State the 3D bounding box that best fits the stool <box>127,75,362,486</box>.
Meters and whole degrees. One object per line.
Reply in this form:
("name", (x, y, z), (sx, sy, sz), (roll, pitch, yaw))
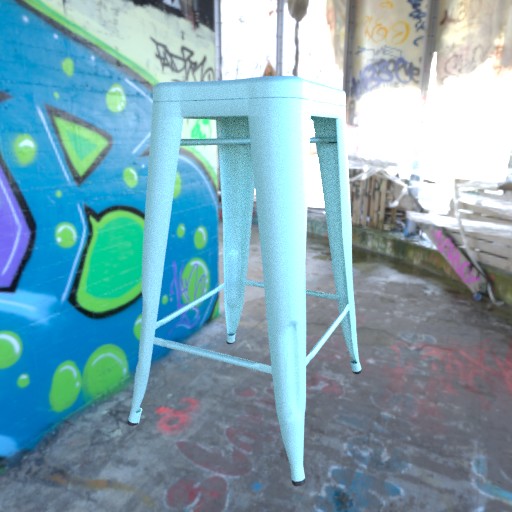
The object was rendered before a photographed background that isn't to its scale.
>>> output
("stool", (0.000, 0.000, 0.852), (0.359, 0.609, 0.399), (7, 17, 25))
